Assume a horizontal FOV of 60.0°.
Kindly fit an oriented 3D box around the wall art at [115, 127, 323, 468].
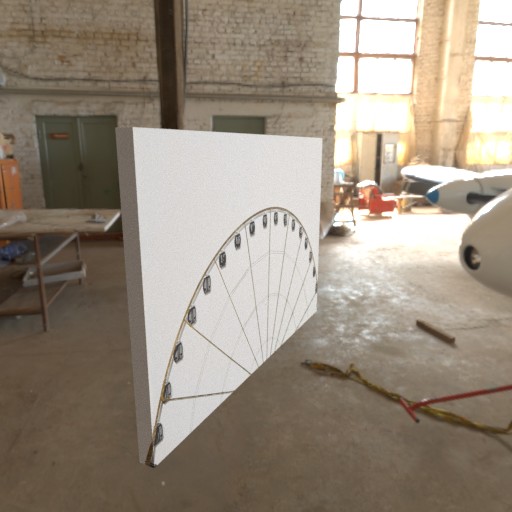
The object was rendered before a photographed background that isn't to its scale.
[{"bbox_3d":[0.000,0.000,1.137,0.038,0.601,0.898,7,15,26],"label":"wall art"}]
